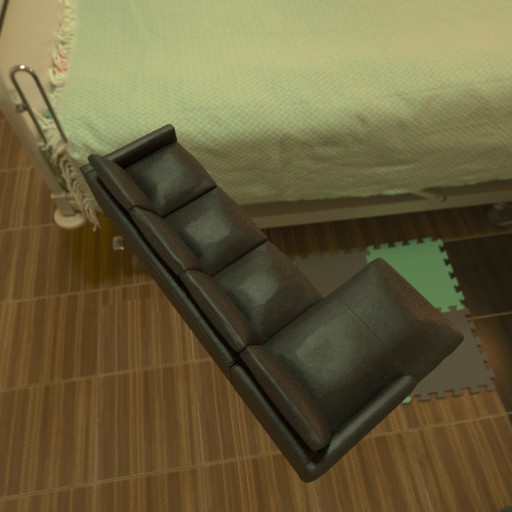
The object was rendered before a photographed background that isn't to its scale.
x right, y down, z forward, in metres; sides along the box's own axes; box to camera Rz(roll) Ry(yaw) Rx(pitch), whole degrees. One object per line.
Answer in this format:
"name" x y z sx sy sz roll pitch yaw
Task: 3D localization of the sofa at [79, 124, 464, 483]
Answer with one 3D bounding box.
"sofa" 0.000 0.000 3.544 1.471 0.859 2.993 -34 65 -18
